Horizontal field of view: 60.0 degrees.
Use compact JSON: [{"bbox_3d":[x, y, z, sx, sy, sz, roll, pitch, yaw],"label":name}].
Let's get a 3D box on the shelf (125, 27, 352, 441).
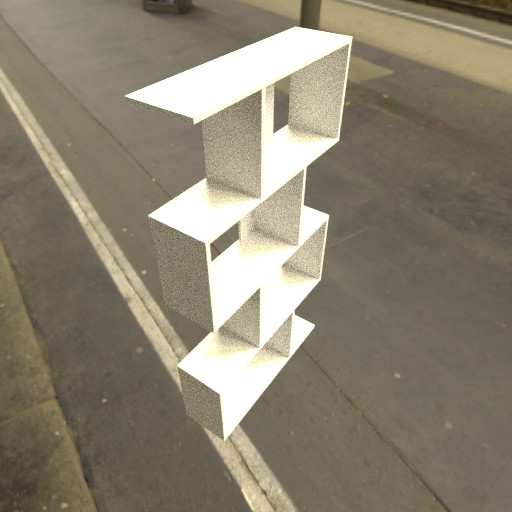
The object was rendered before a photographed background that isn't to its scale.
[{"bbox_3d":[0.000,0.000,1.967,0.250,1.650,0.890,25,46,26],"label":"shelf"}]
